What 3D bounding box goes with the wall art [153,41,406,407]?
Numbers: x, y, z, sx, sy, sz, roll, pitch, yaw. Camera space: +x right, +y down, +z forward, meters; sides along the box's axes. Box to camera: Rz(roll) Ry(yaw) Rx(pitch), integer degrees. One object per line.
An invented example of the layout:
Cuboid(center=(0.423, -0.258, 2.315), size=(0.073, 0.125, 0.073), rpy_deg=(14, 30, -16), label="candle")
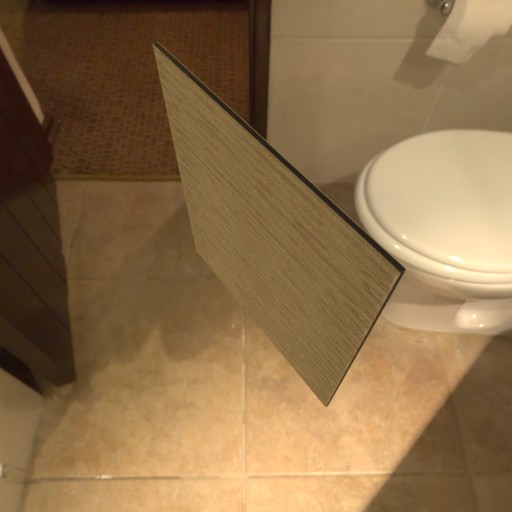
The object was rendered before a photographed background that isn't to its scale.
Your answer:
Cuboid(center=(0.000, 0.000, 0.778), size=(0.009, 0.559, 0.483), rpy_deg=(-33, 64, -19), label="wall art")
